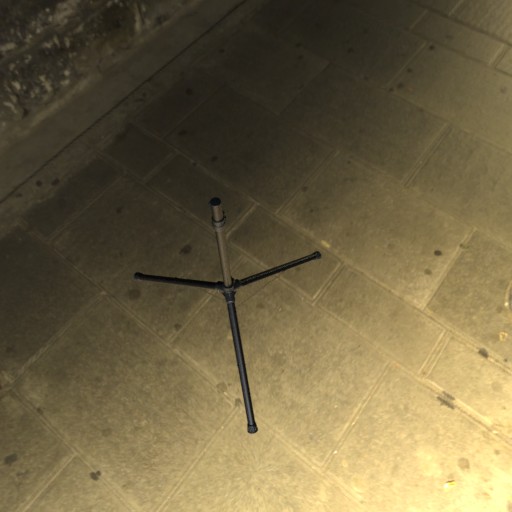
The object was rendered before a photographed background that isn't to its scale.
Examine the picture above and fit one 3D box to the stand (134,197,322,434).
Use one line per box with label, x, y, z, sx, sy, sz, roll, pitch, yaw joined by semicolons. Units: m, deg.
stand;0.000;0.000;1.872;0.907;1.136;1.045;-34;69;-15
